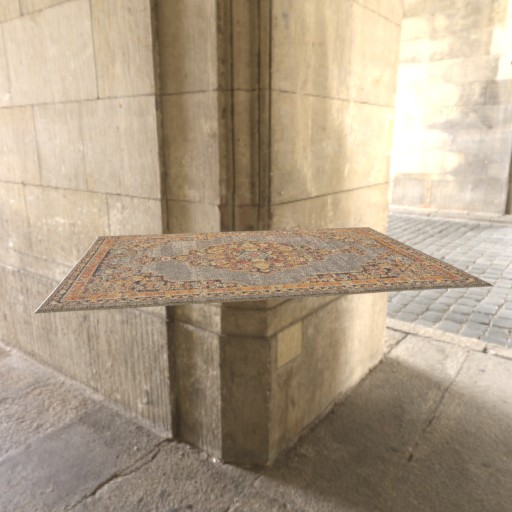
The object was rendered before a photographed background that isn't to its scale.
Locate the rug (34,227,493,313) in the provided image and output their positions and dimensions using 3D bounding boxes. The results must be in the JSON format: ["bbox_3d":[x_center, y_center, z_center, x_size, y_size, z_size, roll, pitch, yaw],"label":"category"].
[{"bbox_3d":[0.000,0.000,3.928,3.063,0.024,2.158,-2,15,-9],"label":"rug"}]
